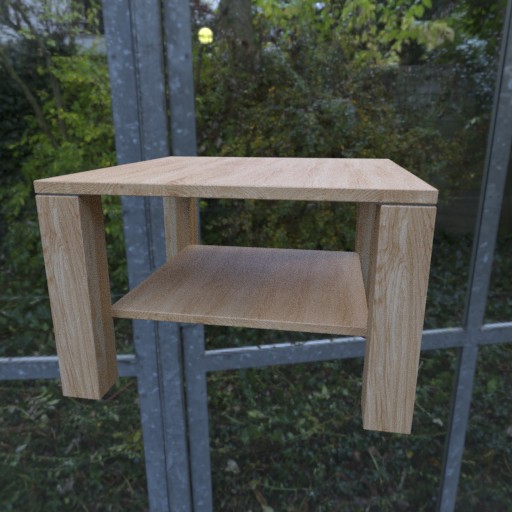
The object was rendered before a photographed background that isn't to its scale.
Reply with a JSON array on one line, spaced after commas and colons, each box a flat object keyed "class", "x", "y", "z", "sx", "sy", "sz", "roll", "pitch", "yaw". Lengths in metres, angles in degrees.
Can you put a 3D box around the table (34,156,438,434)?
[{"class": "table", "x": 0.000, "y": 0.000, "z": 1.140, "sx": 0.700, "sy": 0.450, "sz": 0.700, "roll": 3, "pitch": 16, "yaw": 10}]
